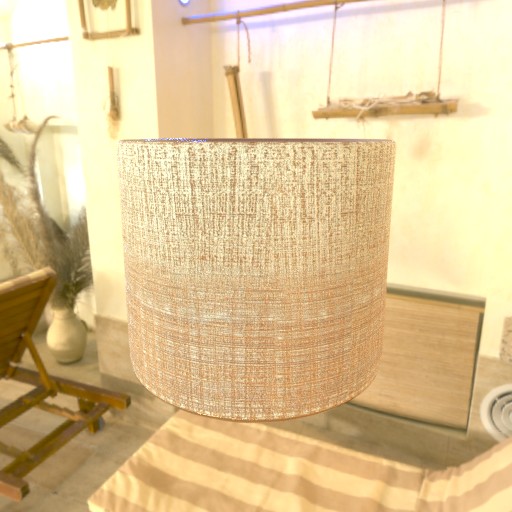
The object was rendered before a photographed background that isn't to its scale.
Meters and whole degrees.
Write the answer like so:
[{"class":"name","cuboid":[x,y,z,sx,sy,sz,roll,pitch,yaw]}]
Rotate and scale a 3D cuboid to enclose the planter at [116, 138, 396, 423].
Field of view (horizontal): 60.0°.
[{"class":"planter","cuboid":[0.000,0.000,0.188,0.109,0.096,0.109,0,15,0]}]
